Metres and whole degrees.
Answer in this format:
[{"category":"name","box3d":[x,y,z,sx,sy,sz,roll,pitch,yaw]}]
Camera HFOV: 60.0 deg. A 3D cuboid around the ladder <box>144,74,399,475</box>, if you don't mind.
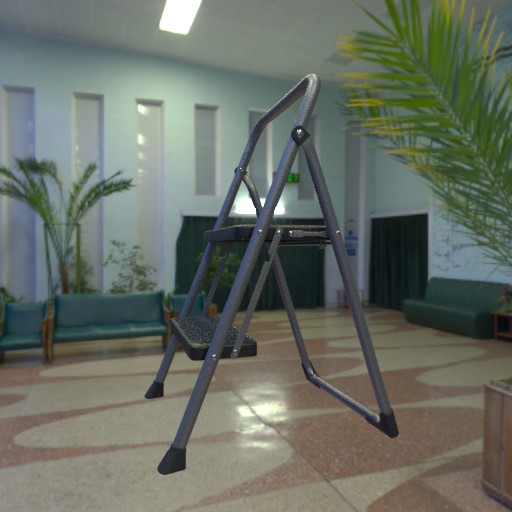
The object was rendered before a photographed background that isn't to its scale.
[{"category":"ladder","box3d":[0.000,0.000,1.003,0.472,0.720,0.430,0,1,-17]}]
